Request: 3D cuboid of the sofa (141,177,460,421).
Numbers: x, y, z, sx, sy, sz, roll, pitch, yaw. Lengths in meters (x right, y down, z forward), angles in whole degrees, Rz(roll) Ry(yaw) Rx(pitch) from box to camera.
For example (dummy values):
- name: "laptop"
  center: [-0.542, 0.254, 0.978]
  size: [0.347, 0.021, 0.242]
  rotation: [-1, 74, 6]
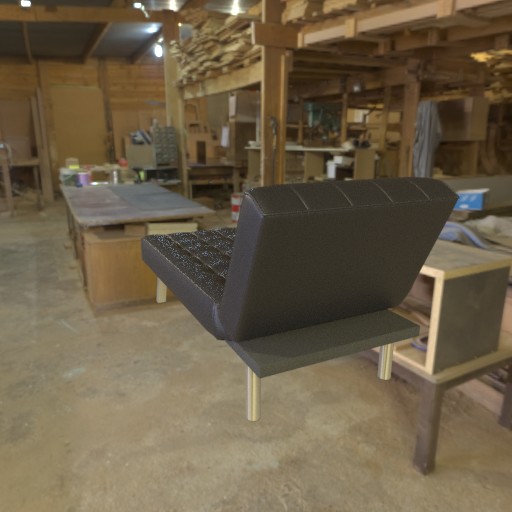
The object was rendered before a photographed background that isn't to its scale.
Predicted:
- name: "sofa"
  center: [0.000, 0.000, 2.071]
  size: [0.760, 0.820, 1.560]
  rotation: [-8, 17, -25]
